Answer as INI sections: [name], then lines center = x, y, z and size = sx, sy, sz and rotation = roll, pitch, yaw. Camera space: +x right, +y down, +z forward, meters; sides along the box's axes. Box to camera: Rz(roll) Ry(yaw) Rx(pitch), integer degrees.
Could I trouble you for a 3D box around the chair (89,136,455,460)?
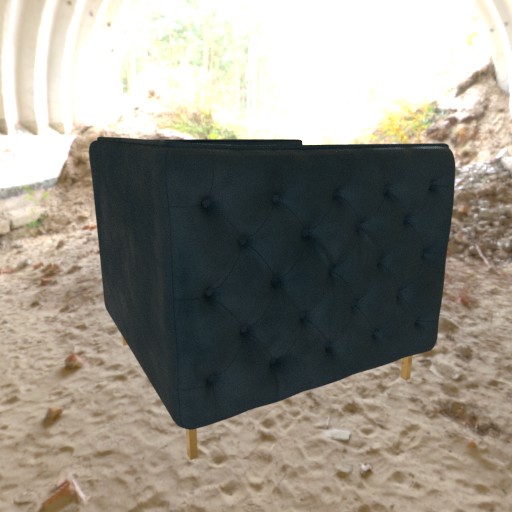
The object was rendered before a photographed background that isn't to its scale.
[chair]
center = 0.000, 0.000, 1.480
size = 0.877, 0.771, 0.868
rotation = -9, 18, -28
